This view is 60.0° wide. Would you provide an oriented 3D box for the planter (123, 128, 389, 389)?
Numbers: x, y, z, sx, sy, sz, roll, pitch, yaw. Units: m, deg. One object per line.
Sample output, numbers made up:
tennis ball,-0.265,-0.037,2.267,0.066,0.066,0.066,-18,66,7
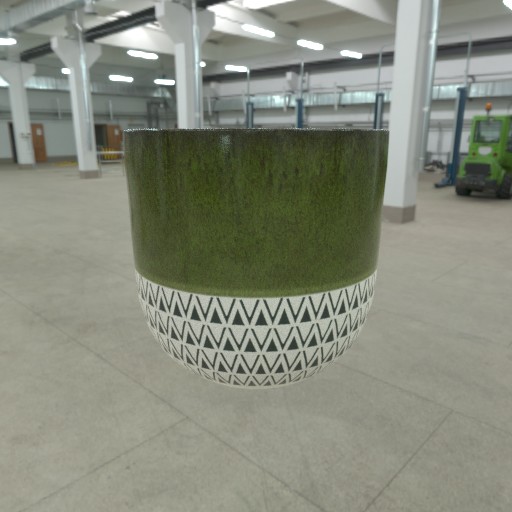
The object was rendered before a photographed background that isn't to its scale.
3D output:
planter,0.000,0.000,0.494,0.266,0.270,0.266,0,15,0
